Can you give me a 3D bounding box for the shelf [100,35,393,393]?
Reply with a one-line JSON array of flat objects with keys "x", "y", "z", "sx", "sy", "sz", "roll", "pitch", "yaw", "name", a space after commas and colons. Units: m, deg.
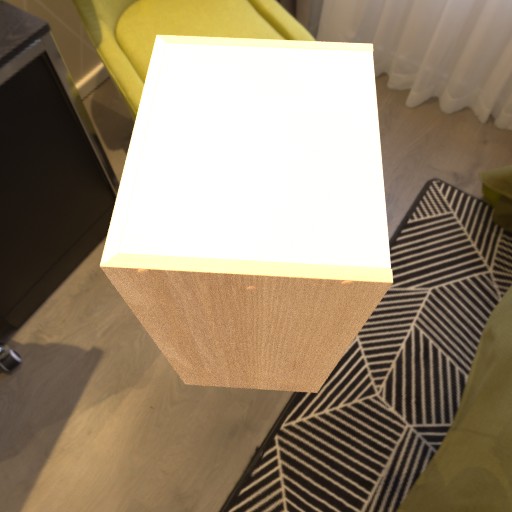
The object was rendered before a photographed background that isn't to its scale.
[{"x": 0.000, "y": 0.000, "z": 0.783, "sx": 0.290, "sy": 0.600, "sz": 0.350, "roll": 3, "pitch": 63, "yaw": 2, "name": "shelf"}]
